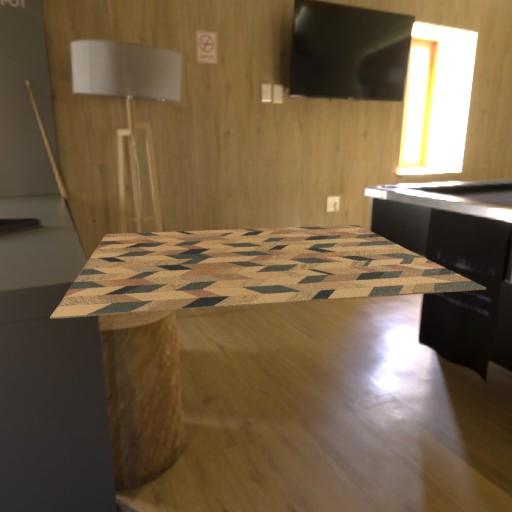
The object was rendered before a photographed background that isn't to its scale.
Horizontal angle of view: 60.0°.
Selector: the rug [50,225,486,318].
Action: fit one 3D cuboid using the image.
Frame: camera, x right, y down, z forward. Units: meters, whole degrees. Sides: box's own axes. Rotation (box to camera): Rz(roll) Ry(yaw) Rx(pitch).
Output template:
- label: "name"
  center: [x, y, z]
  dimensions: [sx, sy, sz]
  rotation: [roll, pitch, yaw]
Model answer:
- label: "rug"
  center: [0.000, 0.000, 4.199]
  dimensions: [3.072, 0.011, 2.451]
  rotation: [-3, 16, -10]
